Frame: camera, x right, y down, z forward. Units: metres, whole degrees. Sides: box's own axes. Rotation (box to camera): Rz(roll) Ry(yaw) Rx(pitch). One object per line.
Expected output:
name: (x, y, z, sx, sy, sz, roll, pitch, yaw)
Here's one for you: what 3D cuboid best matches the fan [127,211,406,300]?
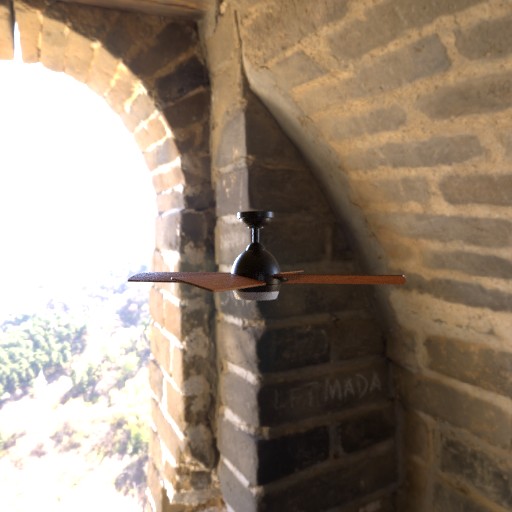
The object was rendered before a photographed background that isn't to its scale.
fan: (0.000, 0.000, 2.079, 1.332, 0.403, 1.332, 0, -1, 19)
